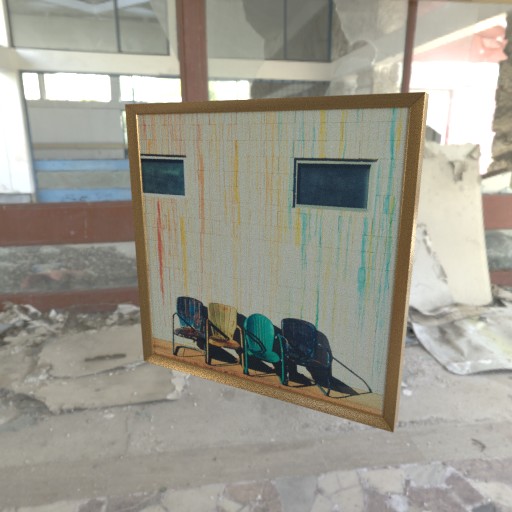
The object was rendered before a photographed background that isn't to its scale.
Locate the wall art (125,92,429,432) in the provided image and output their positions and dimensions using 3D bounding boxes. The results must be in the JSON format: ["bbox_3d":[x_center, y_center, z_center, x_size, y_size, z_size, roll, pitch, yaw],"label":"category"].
[{"bbox_3d":[0.000,0.000,0.758,0.505,0.505,0.037,8,17,26],"label":"wall art"}]
